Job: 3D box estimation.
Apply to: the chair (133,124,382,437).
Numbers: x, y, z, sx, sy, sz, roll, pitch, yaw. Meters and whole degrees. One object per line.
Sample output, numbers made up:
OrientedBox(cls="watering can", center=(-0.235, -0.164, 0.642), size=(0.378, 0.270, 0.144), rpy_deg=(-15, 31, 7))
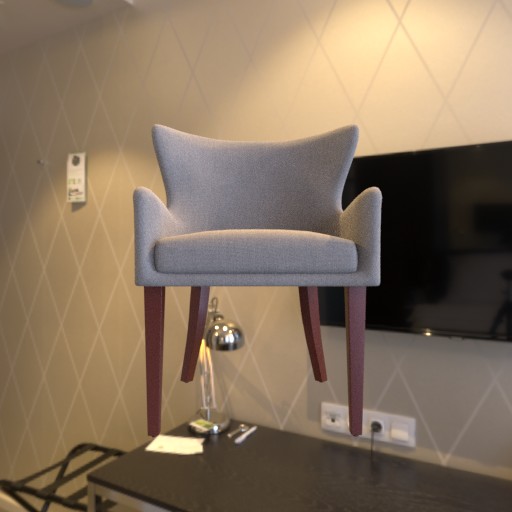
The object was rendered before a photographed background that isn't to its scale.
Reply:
OrientedBox(cls="chair", center=(0.000, 0.000, 1.453), size=(0.732, 0.948, 0.677), rpy_deg=(0, 0, -1))
